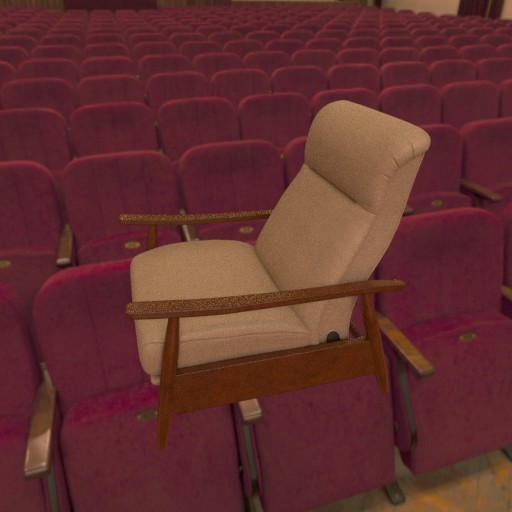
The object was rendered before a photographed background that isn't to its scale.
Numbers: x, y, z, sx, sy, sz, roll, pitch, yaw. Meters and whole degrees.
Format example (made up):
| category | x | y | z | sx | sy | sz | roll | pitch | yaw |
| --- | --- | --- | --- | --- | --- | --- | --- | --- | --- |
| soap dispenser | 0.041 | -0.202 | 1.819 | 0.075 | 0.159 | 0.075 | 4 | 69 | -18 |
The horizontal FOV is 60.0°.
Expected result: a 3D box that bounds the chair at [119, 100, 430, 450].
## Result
| category | x | y | z | sx | sy | sz | roll | pitch | yaw |
| --- | --- | --- | --- | --- | --- | --- | --- | --- | --- |
| chair | 0.000 | 0.000 | 1.791 | 1.030 | 1.082 | 0.762 | -8 | 30 | -15 |
